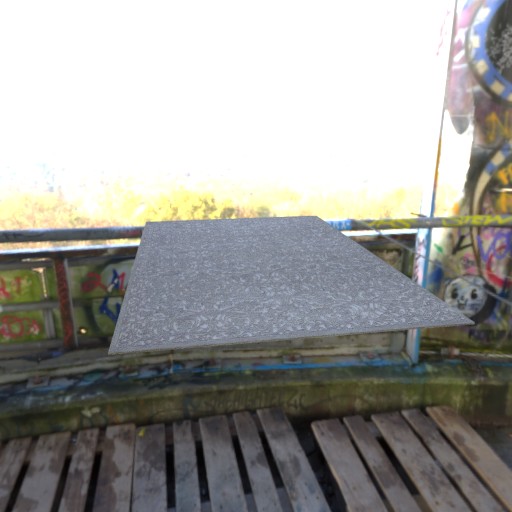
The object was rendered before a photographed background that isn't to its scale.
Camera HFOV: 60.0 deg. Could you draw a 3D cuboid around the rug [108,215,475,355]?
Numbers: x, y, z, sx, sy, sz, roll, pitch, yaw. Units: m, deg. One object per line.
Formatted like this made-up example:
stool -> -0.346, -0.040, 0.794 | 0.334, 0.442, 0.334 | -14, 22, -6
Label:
rug -> 0.000, 0.000, 2.293 | 1.221, 0.006, 1.827 | -3, 17, -9
